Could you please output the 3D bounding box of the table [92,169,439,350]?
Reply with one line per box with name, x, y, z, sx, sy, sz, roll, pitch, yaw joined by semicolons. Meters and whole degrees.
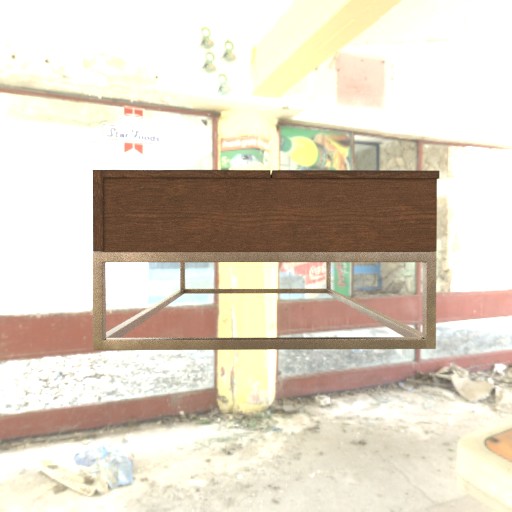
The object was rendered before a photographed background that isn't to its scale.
table;0.000;0.000;1.473;0.719;0.361;1.167;0;1;-1
